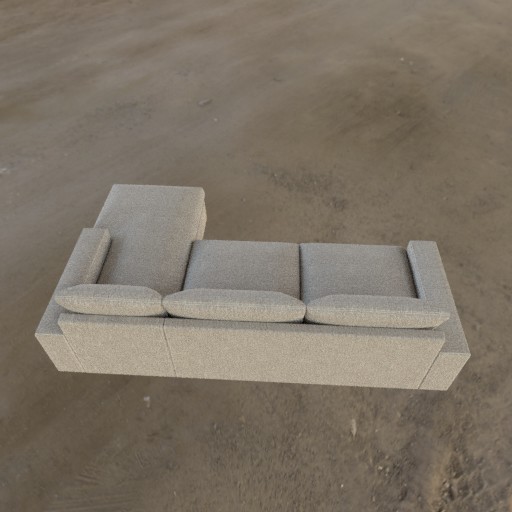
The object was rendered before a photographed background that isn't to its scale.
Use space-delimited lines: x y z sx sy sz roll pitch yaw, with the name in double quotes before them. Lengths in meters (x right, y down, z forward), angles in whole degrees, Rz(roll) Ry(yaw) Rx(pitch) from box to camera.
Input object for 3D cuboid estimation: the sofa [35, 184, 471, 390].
"sofa" 0.000 0.000 3.386 2.718 0.813 1.689 2 47 2
